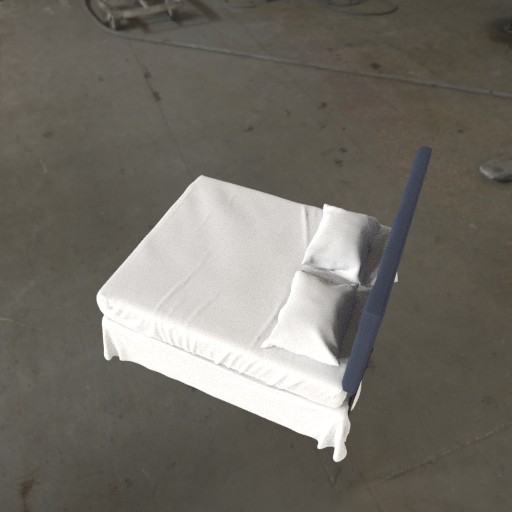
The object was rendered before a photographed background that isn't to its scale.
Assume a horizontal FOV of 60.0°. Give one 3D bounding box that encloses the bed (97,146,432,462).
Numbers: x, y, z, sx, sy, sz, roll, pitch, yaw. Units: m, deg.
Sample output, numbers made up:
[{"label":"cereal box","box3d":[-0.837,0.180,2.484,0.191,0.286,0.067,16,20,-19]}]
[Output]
[{"label":"bed","box3d":[0.000,0.000,3.510,2.222,1.577,1.936,18,49,16]}]
